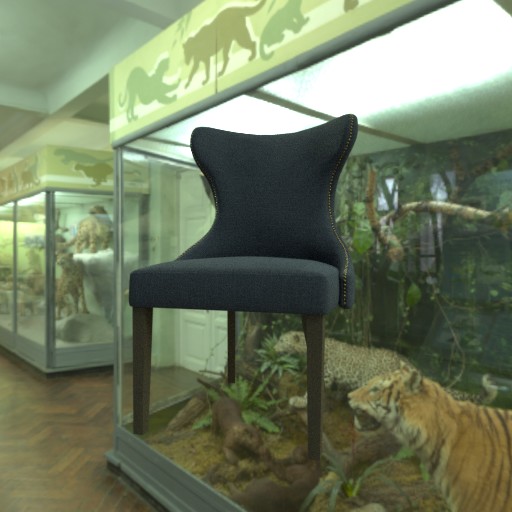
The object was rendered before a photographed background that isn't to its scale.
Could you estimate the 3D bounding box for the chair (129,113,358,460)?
[{"bbox_3d":[0.000,0.000,1.419,0.628,0.967,0.635,0,1,18],"label":"chair"}]
